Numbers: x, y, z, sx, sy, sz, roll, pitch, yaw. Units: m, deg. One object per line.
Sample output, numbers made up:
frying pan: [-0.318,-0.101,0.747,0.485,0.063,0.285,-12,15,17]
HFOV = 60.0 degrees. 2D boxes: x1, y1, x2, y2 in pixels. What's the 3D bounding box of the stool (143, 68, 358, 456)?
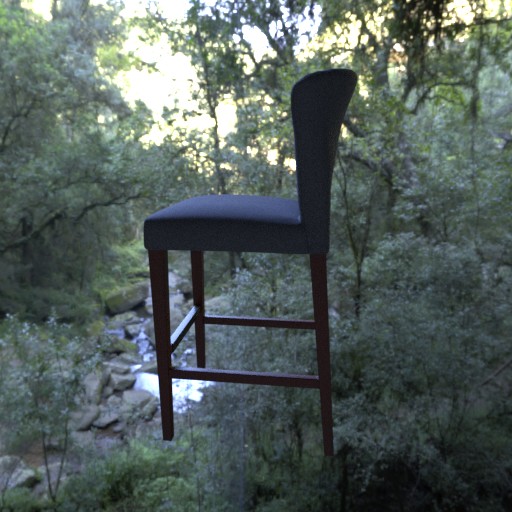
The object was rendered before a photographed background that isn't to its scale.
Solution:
stool: [0.000,0.000,1.394,0.568,1.069,0.481,2,14,7]
